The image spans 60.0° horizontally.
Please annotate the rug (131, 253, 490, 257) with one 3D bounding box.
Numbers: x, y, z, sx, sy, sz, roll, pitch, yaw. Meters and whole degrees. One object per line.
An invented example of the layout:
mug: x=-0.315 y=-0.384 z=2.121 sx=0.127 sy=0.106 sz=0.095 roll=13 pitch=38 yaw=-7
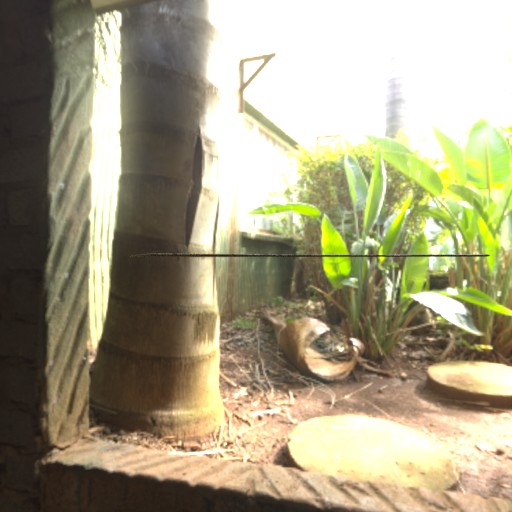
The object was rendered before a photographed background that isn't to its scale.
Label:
rug: x=0.000 y=0.000 z=2.179 sx=1.143 sy=0.010 sz=1.758 roll=0 pitch=0 yaw=-17
